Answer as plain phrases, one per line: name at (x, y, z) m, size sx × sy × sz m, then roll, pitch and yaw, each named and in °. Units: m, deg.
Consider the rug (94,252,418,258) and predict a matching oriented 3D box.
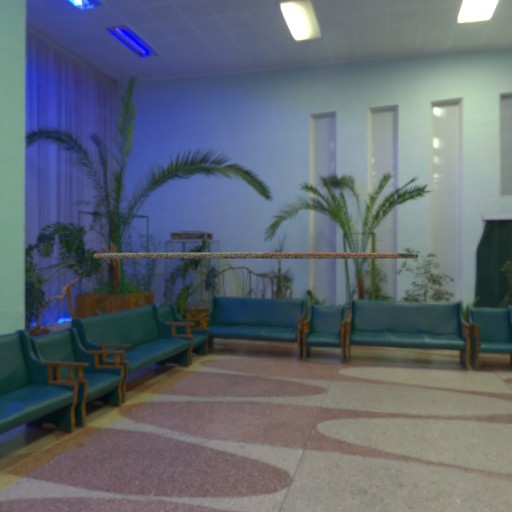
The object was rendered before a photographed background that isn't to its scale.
rug at (0.000, 0.000, 3.570) m, size 2.461 × 0.033 × 2.461 m, roll 0°, pitch 0°, yaw 0°
